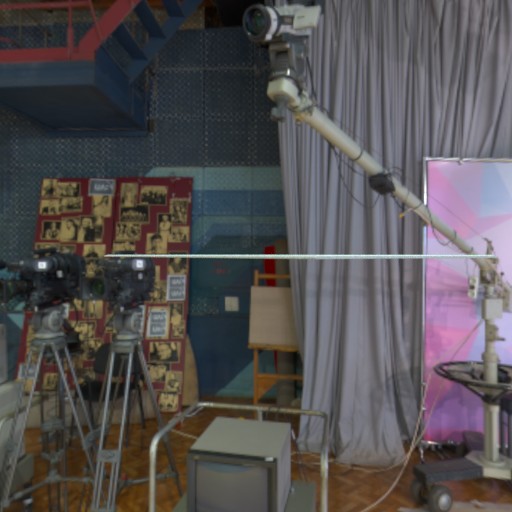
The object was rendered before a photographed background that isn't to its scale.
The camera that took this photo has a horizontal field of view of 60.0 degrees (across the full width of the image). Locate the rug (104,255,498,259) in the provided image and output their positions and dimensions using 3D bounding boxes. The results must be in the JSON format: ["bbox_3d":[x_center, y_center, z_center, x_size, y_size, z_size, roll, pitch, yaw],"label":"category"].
[{"bbox_3d":[0.000,0.000,1.418,0.604,0.007,1.219,0,0,-35],"label":"rug"}]
